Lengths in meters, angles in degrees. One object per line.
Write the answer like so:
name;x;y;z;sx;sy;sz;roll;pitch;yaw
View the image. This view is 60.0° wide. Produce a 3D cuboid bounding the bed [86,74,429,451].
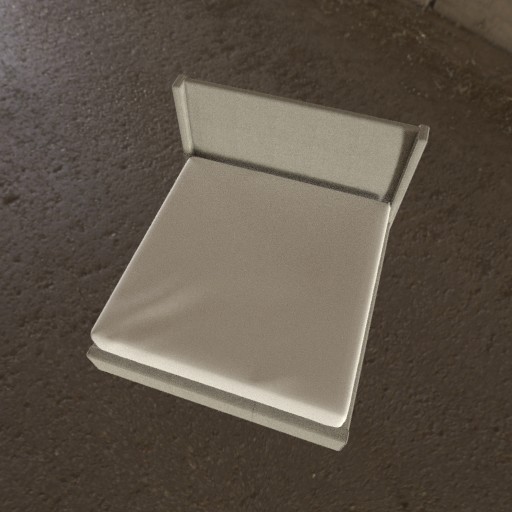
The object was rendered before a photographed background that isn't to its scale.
bed;0.000;0.000;3.696;2.140;1.470;2.280;15;59;10
